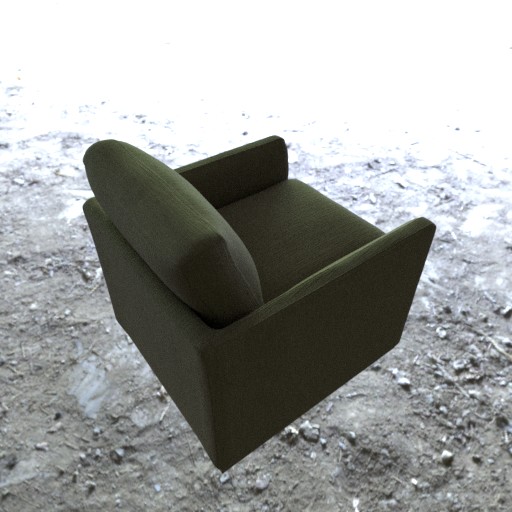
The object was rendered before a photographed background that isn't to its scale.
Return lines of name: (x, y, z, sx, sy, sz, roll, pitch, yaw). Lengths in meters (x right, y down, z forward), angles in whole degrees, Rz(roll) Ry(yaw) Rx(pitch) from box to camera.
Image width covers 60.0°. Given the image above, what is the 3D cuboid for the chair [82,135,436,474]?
chair: (0.000, 0.000, 1.469, 0.834, 0.811, 0.763, -26, 47, -27)
